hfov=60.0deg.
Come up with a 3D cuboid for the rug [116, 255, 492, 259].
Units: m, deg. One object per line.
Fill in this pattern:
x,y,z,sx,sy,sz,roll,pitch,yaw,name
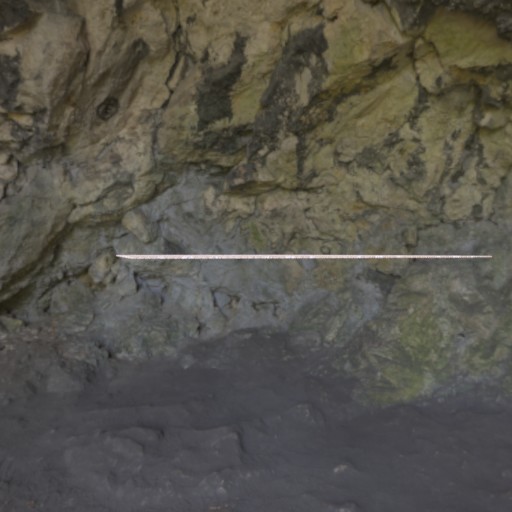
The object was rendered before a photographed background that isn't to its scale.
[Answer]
0.000,0.000,3.904,2.286,0.013,2.894,0,0,-19,rug
